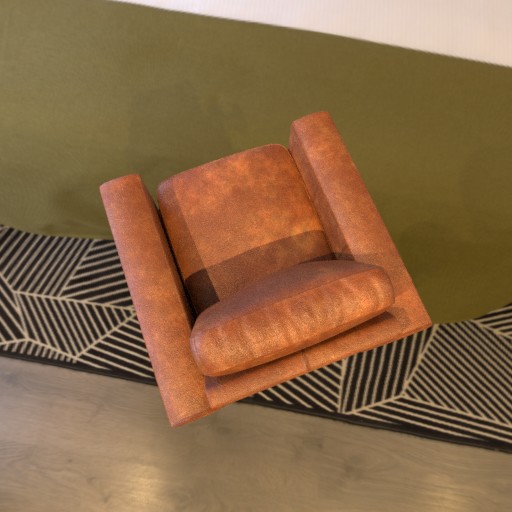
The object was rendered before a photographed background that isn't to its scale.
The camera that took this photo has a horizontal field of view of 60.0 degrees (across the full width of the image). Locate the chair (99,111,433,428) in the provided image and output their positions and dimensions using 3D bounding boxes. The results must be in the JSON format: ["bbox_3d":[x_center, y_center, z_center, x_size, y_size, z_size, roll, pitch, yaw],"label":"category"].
[{"bbox_3d":[0.000,0.000,1.806,1.005,0.873,1.016,-20,74,-6],"label":"chair"}]
